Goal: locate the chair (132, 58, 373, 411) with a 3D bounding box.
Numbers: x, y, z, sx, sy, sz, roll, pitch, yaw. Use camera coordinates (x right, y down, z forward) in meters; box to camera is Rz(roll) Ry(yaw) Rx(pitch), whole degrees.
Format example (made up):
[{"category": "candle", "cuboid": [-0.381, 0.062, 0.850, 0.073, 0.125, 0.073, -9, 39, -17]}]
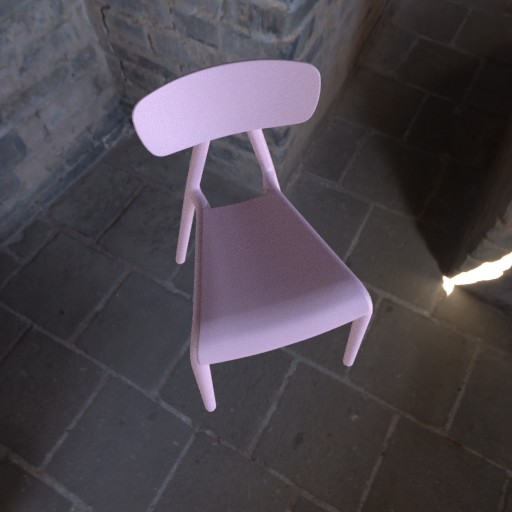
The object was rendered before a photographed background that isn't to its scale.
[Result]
[{"category": "chair", "cuboid": [0.000, 0.000, 0.840, 0.356, 0.580, 0.401, -16, 64, -8]}]
